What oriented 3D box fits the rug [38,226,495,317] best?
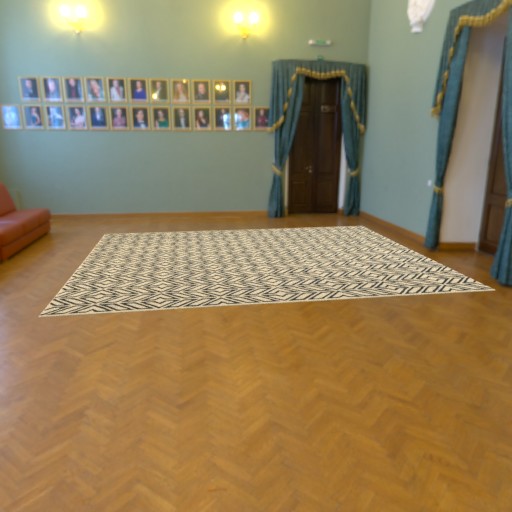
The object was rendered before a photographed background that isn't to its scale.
[{"bbox_3d":[0.000,0.000,4.054,3.045,0.008,2.421,-2,15,-9],"label":"rug"}]
